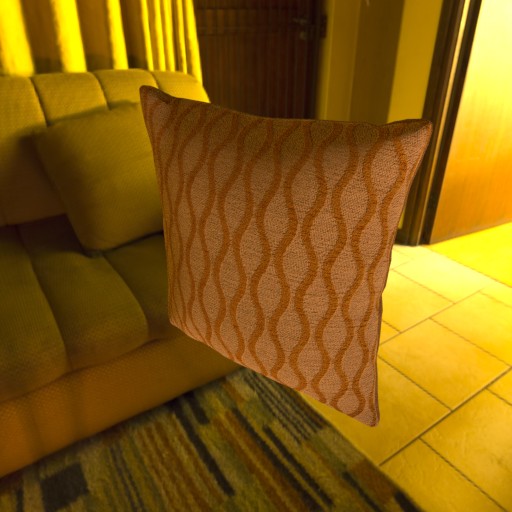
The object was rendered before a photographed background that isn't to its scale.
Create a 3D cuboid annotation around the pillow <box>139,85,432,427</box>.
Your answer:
[{"bbox_3d":[0.000,0.000,0.642,0.429,0.436,0.159,19,35,30],"label":"pillow"}]
